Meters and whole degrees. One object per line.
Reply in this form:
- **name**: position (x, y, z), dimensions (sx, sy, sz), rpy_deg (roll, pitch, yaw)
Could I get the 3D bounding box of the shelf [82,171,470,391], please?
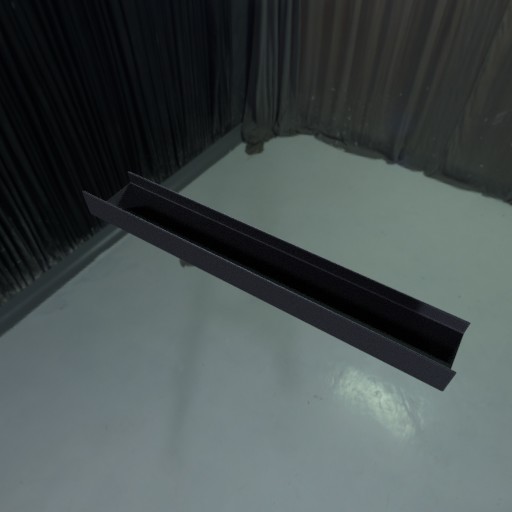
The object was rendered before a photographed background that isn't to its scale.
- **shelf**: position (0.000, 0.000, 0.663), dimensions (0.605, 0.053, 0.102), rpy_deg (25, 53, 21)
